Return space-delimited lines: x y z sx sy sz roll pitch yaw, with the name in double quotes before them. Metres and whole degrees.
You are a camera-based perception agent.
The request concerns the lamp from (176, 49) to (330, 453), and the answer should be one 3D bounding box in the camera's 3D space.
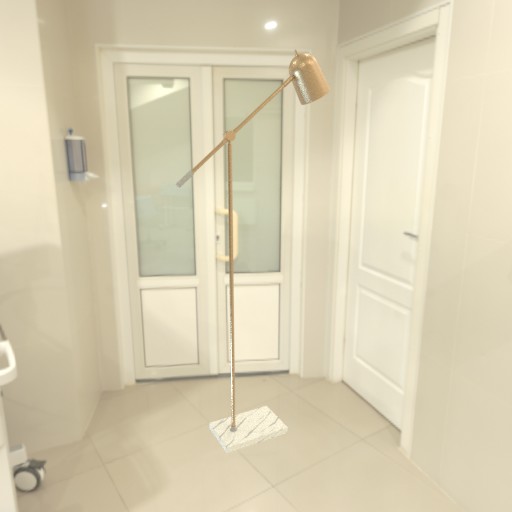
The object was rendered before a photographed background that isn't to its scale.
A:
"lamp" 0.000 0.000 1.811 0.653 1.594 0.194 -7 15 -27
